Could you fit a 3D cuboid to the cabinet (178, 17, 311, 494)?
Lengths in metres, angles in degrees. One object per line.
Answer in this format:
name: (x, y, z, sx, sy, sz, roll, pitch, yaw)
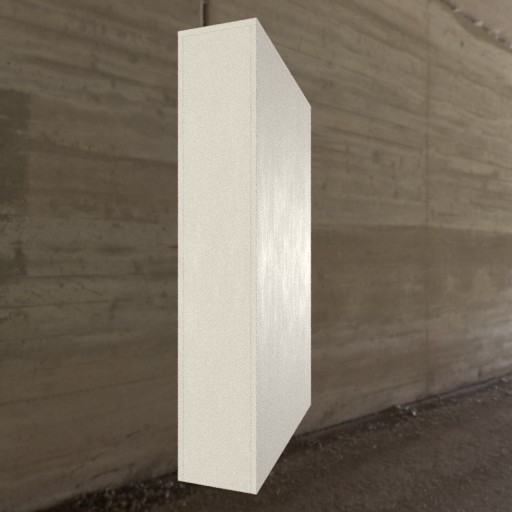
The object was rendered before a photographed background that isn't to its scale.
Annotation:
cabinet: (0.000, 0.000, 1.585, 0.250, 1.280, 0.750, 0, 0, 18)
